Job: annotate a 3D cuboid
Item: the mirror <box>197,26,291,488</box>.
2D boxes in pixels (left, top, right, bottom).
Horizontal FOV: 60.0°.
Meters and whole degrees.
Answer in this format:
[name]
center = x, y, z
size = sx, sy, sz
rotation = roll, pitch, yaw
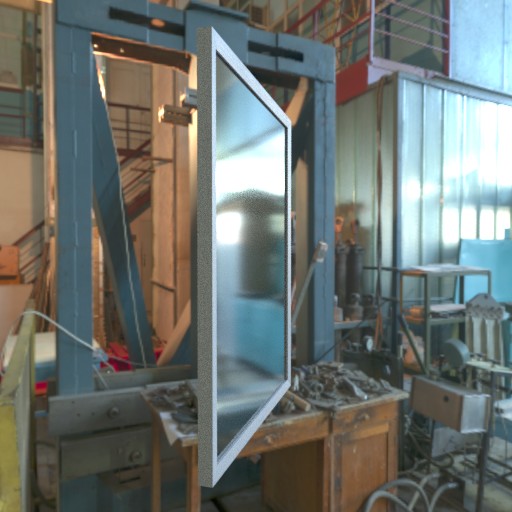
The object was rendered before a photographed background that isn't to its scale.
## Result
[mirror]
center = 0.000, 0.000, 1.343
size = 0.040, 1.016, 0.762
rotation = 0, 1, 18
